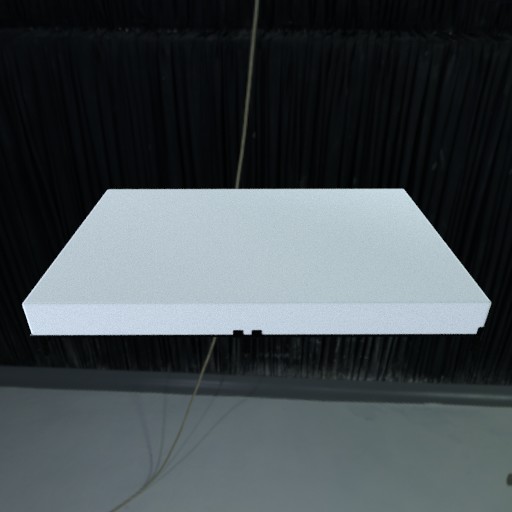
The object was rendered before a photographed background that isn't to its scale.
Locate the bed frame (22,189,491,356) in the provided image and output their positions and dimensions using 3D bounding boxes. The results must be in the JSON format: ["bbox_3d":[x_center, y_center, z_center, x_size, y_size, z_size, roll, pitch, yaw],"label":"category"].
[{"bbox_3d":[0.000,0.000,3.729,2.987,0.440,1.930,0,31,0],"label":"bed frame"}]
